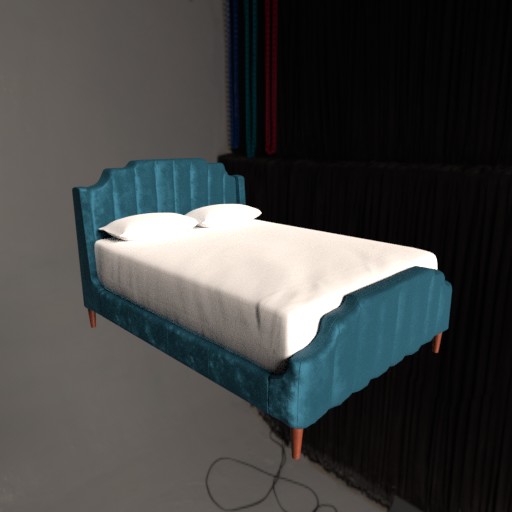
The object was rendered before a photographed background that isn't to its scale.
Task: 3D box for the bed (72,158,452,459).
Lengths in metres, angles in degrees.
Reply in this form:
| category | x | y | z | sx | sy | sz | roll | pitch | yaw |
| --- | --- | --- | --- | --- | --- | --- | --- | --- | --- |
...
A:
| category | x | y | z | sx | sy | sz | roll | pitch | yaw |
| --- | --- | --- | --- | --- | --- | --- | --- | --- | --- |
| bed | 0.000 | 0.000 | 3.270 | 1.678 | 1.338 | 2.322 | -14 | 20 | -43 |
